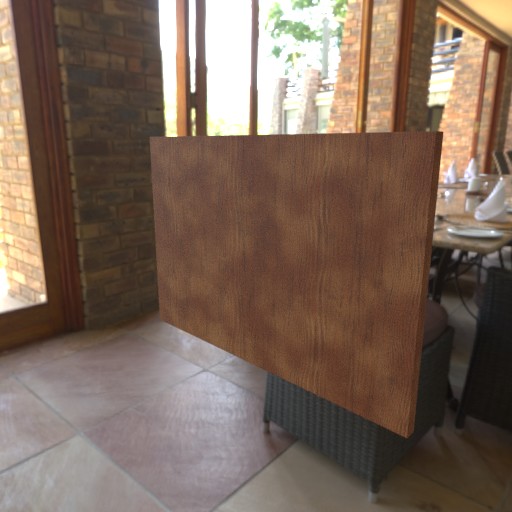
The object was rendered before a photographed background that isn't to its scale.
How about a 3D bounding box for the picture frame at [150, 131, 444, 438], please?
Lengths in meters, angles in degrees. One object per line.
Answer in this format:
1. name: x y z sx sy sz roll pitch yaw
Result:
1. picture frame: 0.000 0.000 1.215 0.950 0.640 0.029 14 20 43
